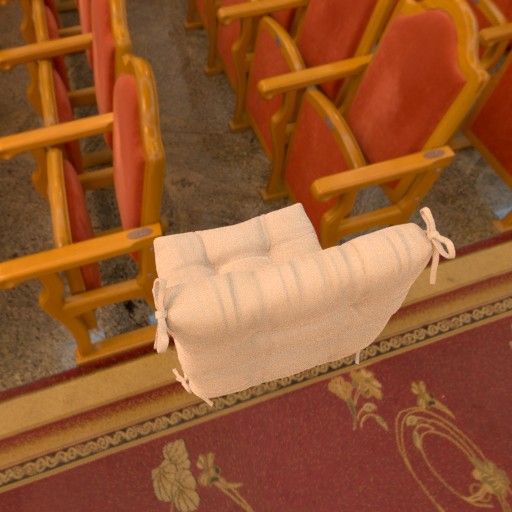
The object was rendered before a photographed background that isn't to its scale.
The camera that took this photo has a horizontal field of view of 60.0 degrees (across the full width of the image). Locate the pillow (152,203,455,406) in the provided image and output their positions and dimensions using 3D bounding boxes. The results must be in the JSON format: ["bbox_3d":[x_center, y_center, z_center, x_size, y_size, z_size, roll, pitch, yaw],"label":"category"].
[{"bbox_3d":[0.000,0.000,1.031,0.519,0.605,0.571,-15,57,-10],"label":"pillow"}]
